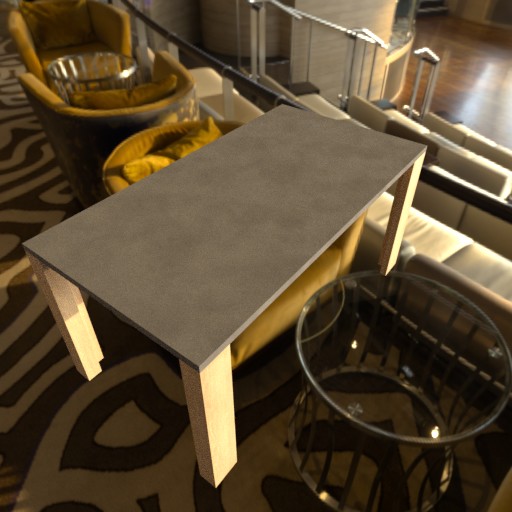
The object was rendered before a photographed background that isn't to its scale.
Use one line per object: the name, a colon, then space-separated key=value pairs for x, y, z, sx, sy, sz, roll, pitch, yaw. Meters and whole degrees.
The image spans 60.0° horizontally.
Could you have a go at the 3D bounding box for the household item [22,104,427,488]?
household item: x=0.000 y=0.000 z=2.090 sx=0.850 sy=0.755 sz=1.600 roll=26 pitch=47 yaw=28
